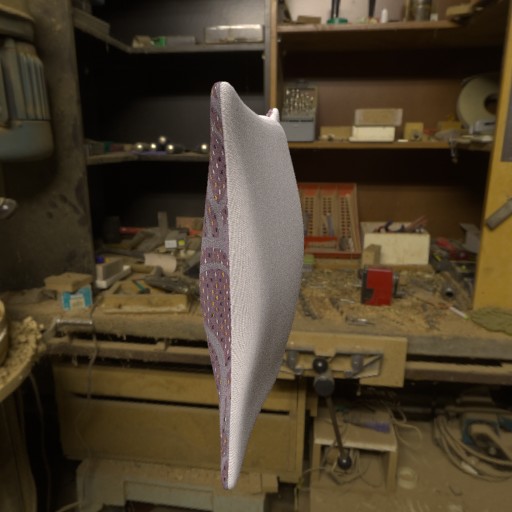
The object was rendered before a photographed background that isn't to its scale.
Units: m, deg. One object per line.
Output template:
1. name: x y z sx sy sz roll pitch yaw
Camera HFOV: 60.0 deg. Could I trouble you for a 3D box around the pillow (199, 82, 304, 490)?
1. pillow: 0.000 0.000 0.765 0.163 0.513 0.514 2 16 8
